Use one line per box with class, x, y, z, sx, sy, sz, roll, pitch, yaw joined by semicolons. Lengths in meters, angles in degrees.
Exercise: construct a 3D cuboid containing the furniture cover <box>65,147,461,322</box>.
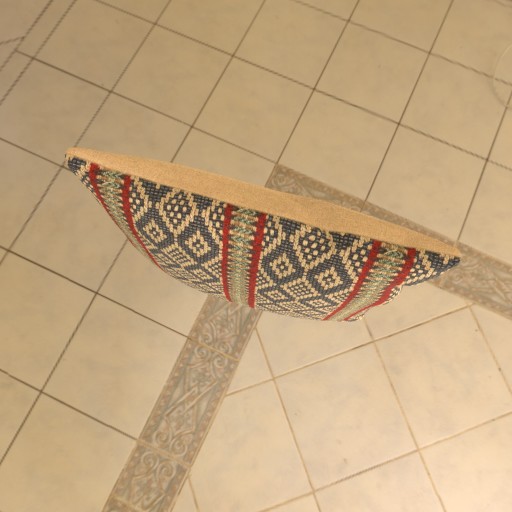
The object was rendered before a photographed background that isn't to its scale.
furniture cover;0.000;0.000;0.664;0.431;0.431;0.139;15;76;4
